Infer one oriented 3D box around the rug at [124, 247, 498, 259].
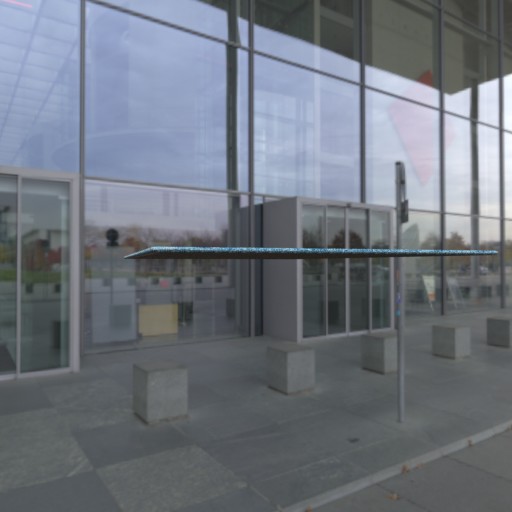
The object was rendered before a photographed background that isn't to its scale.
[{"bbox_3d":[0.000,0.000,2.260,1.219,0.016,1.829,0,-1,-19],"label":"rug"}]
